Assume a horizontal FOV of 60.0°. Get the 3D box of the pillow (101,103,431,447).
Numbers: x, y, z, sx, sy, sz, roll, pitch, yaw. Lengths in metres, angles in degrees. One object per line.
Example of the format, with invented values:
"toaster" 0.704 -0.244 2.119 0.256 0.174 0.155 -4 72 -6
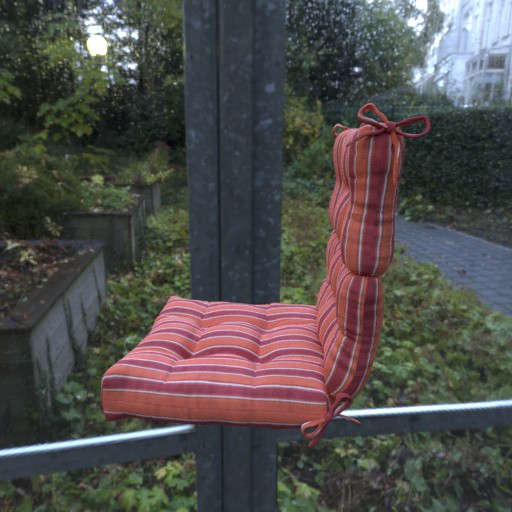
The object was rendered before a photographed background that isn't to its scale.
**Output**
"pillow" 0.000 0.000 0.979 0.571 0.605 0.519 1 15 6
